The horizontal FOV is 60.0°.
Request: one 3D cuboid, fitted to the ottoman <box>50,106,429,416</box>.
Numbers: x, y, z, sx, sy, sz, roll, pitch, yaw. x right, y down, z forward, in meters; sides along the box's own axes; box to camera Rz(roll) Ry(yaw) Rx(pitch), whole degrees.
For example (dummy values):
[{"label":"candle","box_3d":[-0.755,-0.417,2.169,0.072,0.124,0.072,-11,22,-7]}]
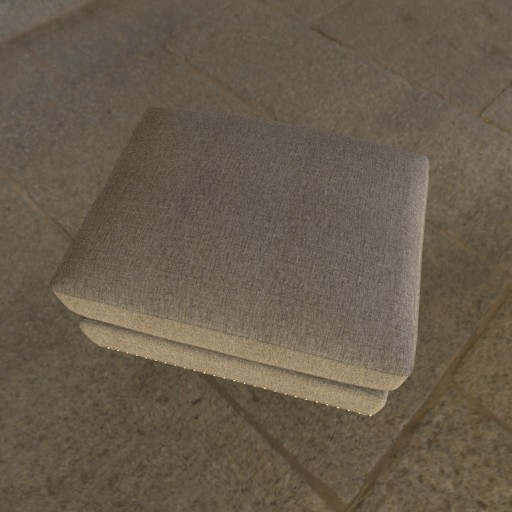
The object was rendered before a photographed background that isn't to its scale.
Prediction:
[{"label":"ottoman","box_3d":[0.000,0.000,1.141,0.741,0.513,0.584,12,60,7]}]
